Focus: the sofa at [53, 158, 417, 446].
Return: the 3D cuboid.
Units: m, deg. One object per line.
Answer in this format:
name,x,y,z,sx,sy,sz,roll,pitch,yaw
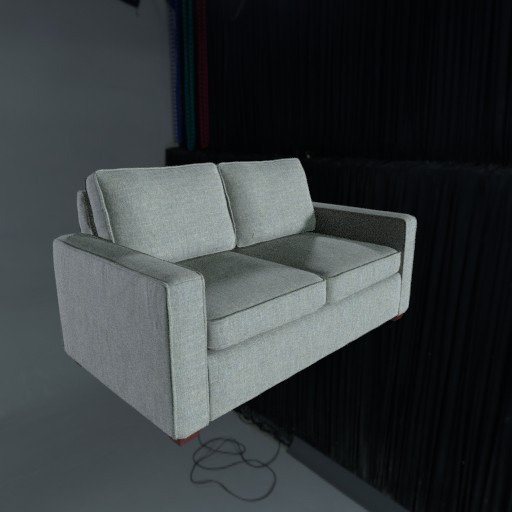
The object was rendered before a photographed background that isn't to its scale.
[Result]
sofa,0.000,0.000,2.269,0.945,0.915,1.706,15,21,43
